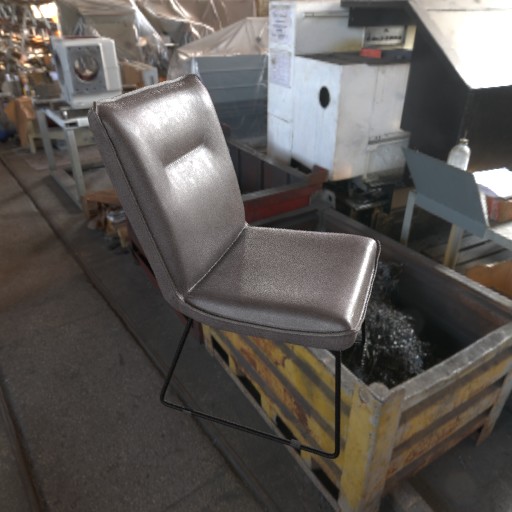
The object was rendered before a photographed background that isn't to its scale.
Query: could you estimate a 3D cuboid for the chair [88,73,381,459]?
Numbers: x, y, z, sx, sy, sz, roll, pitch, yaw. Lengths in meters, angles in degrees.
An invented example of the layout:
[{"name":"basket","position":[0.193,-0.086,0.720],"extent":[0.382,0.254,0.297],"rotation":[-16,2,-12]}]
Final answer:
[{"name":"chair","position":[0.000,0.000,1.323],"extent":[0.688,0.932,0.515],"rotation":[11,32,17]}]
